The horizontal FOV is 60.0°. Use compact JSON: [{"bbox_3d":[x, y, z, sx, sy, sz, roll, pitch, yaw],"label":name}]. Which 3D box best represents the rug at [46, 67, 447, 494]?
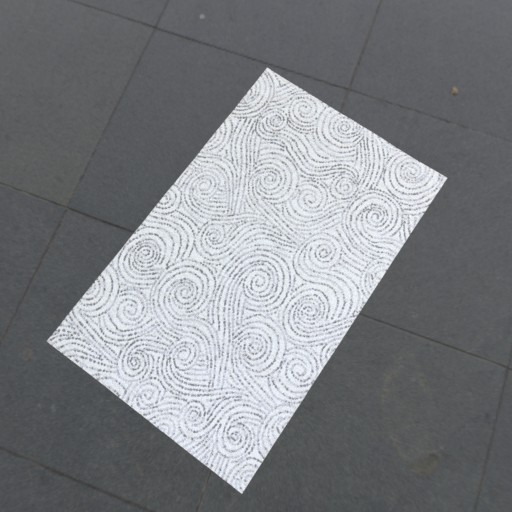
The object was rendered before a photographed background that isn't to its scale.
[{"bbox_3d":[0.000,0.000,2.931,1.524,0.005,2.439,34,79,8],"label":"rug"}]
